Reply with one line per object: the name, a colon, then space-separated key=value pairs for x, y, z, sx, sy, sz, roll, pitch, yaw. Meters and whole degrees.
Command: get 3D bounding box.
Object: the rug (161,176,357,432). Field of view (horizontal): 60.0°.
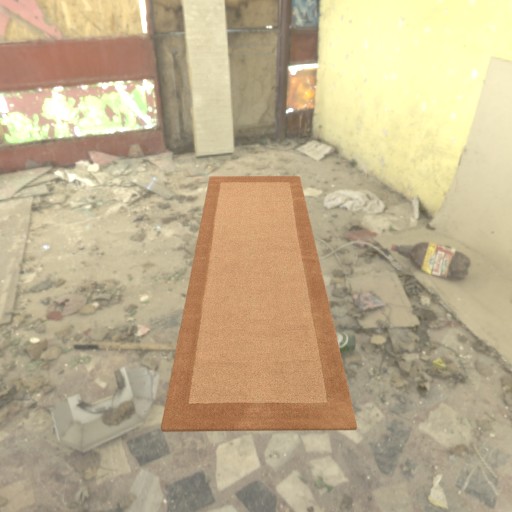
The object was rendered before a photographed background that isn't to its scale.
rug: x=0.000 y=0.000 z=2.729 sx=0.764 sy=0.017 sz=2.439 roll=0 pitch=33 yaw=0
